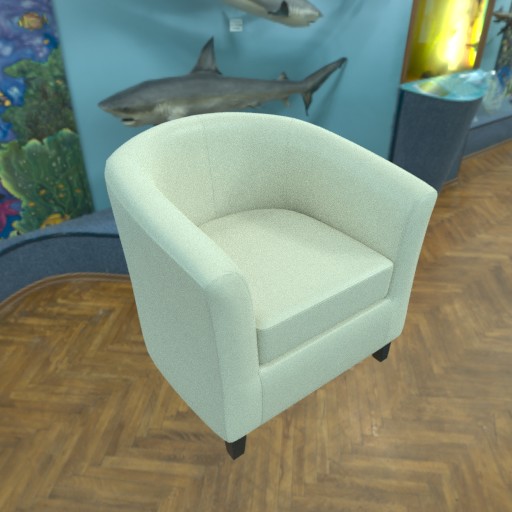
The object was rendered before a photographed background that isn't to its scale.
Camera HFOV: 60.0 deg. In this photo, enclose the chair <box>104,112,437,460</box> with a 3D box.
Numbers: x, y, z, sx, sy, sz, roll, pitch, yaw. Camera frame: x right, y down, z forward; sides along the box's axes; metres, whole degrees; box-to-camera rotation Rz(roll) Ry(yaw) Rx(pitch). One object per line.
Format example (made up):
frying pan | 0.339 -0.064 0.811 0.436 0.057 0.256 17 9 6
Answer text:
chair | 0.000 0.000 1.419 0.792 0.756 0.727 -21 37 -31
